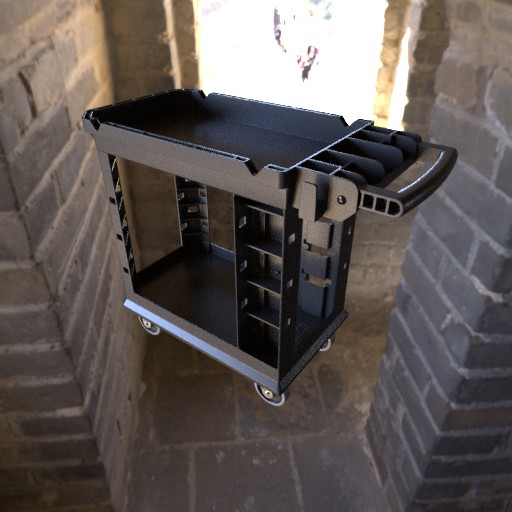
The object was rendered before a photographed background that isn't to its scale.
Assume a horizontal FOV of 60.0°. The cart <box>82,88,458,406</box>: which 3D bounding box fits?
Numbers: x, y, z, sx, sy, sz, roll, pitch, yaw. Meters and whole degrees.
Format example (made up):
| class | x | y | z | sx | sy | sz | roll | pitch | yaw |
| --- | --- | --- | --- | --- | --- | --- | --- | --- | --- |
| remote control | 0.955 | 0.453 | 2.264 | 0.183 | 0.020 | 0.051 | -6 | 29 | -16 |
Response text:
| class | x | y | z | sx | sy | sz | roll | pitch | yaw |
| --- | --- | --- | --- | --- | --- | --- | --- | --- | --- |
| cart | 0.000 | 0.000 | 1.503 | 1.061 | 0.884 | 0.497 | 22 | 39 | 30 |
